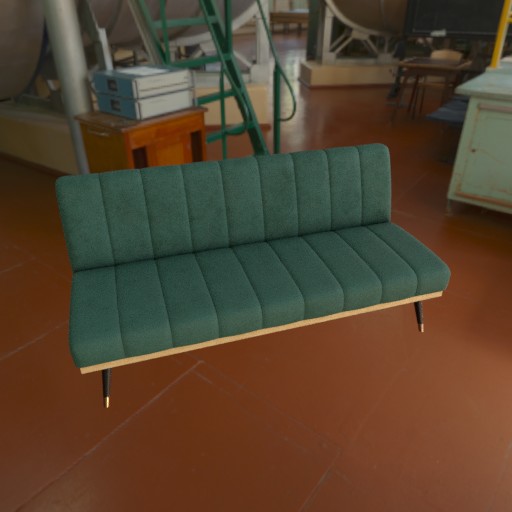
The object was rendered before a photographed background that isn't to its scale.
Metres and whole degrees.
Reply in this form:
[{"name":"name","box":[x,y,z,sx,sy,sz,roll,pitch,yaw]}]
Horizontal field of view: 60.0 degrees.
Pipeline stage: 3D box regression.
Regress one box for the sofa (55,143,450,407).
[{"name":"sofa","box":[0.000,0.000,2.282,1.810,0.820,0.830,-9,33,-15]}]
